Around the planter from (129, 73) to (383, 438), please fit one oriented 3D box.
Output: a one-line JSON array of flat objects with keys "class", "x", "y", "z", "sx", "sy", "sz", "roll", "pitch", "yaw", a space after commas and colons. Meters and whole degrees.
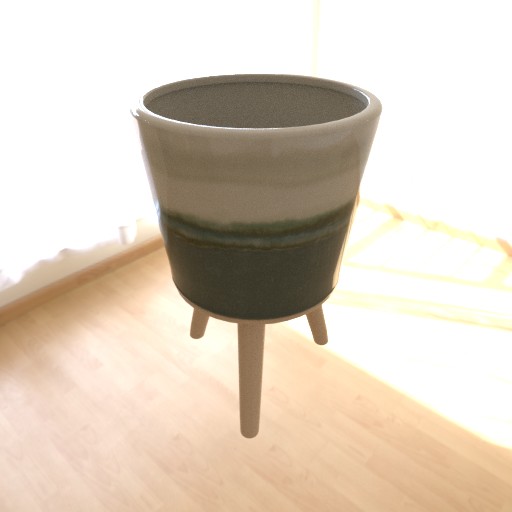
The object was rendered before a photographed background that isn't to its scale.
[{"class": "planter", "x": 0.000, "y": 0.000, "z": 0.474, "sx": 0.217, "sy": 0.331, "sz": 0.217, "roll": 9, "pitch": 34, "yaw": 14}]
